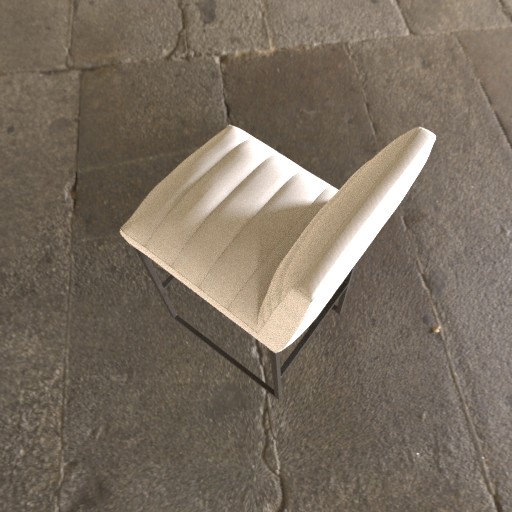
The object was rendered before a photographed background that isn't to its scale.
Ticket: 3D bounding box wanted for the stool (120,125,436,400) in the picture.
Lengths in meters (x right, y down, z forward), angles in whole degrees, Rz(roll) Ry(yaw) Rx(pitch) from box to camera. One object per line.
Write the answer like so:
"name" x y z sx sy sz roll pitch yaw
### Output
"stool" 0.000 0.000 1.324 0.573 1.061 0.464 34 69 15
